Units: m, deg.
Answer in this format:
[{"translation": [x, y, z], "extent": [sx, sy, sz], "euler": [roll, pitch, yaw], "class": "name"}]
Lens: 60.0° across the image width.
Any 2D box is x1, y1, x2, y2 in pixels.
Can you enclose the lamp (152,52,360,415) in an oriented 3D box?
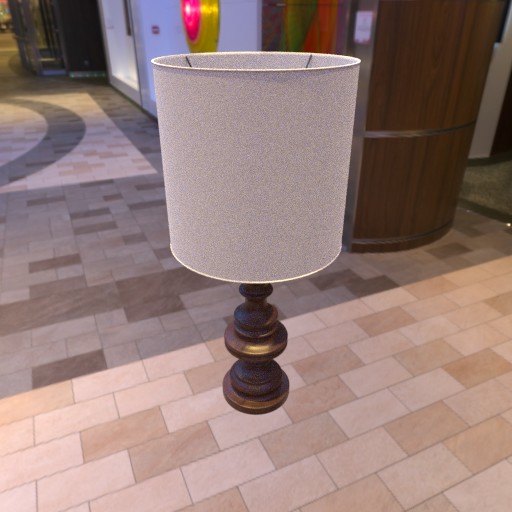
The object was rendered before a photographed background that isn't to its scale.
[{"translation": [0.000, 0.000, 0.559], "extent": [0.208, 0.455, 0.208], "euler": [9, 30, 17], "class": "lamp"}]
